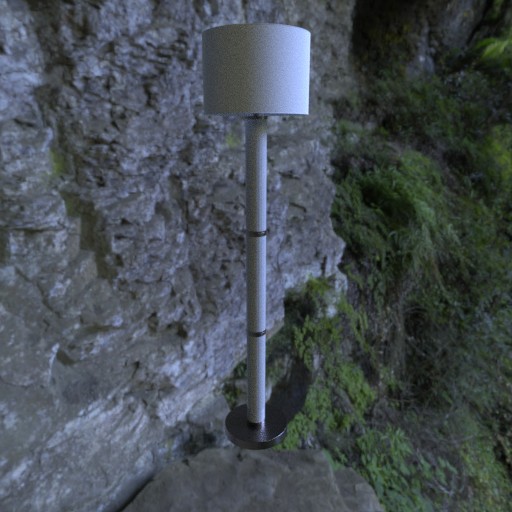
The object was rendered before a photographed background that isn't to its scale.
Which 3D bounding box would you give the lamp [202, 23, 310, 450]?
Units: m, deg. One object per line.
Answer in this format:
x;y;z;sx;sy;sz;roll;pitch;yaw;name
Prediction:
0.000;0.000;1.753;0.377;1.599;0.377;8;18;26;lamp
